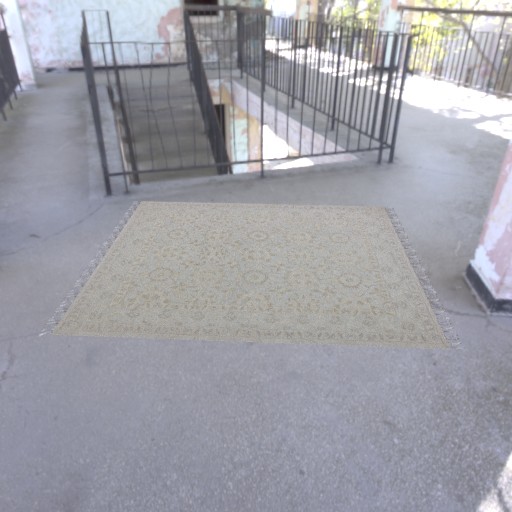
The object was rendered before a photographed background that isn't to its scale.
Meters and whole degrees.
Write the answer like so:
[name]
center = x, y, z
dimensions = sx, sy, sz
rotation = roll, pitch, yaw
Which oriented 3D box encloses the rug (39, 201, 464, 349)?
[rug]
center = 0.000, 0.000, 4.179
dimensions = 3.043, 0.013, 2.444
rotation = 2, 31, 3
